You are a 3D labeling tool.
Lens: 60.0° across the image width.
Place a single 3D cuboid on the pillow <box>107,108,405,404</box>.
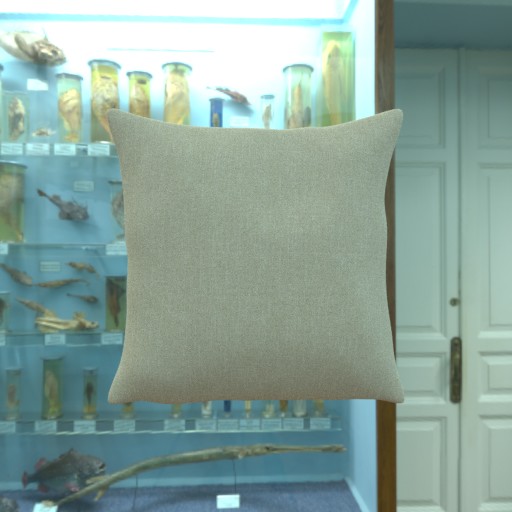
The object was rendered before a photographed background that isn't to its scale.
[{"bbox_3d":[0.000,0.000,0.654,0.436,0.432,0.138,0,-1,-1],"label":"pillow"}]
